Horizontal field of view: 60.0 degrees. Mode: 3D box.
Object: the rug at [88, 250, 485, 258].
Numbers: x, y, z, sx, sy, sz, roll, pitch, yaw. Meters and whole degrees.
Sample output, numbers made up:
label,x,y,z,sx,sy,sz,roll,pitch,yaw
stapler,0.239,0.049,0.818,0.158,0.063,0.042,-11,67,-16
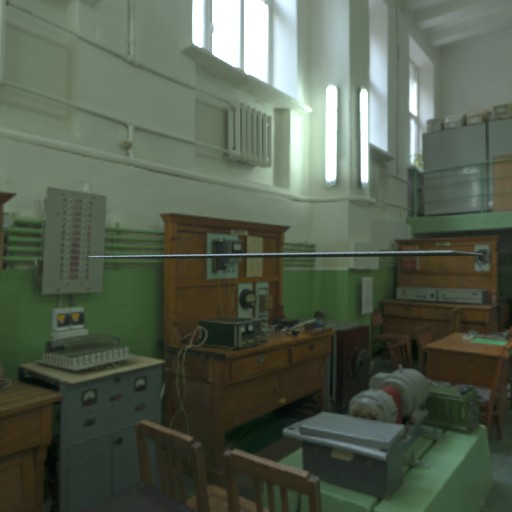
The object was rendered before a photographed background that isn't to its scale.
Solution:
label,x,y,z,sx,sy,sz,roll,pitch,yaw
rug,0.000,0.000,2.472,2.196,0.011,0.662,-1,-1,36
